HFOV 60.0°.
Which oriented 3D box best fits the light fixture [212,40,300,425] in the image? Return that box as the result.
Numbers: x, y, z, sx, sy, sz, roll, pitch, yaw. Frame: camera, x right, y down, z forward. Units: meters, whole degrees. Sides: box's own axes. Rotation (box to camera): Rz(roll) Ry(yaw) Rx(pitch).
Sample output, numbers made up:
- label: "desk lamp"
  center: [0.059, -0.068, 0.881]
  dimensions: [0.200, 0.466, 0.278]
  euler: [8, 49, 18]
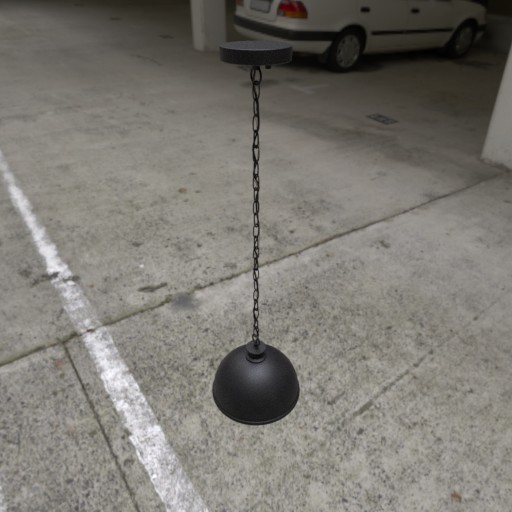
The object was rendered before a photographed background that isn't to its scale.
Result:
- label: "light fixture"
  center: [0.000, 0.000, 1.259]
  dimensions: [0.304, 1.090, 0.304]
  euler: [-20, 37, -29]
